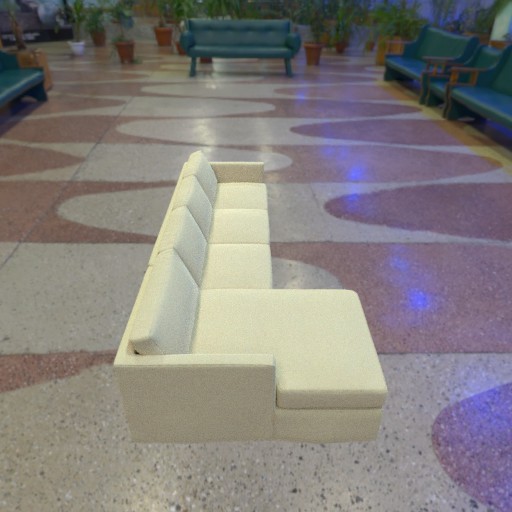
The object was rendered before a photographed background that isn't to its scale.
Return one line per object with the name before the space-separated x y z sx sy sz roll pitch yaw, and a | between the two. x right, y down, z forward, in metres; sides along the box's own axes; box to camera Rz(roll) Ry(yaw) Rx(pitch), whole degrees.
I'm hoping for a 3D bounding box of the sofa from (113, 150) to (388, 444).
sofa | 0.000 0.000 3.968 1.650 0.922 3.205 0 33 0
